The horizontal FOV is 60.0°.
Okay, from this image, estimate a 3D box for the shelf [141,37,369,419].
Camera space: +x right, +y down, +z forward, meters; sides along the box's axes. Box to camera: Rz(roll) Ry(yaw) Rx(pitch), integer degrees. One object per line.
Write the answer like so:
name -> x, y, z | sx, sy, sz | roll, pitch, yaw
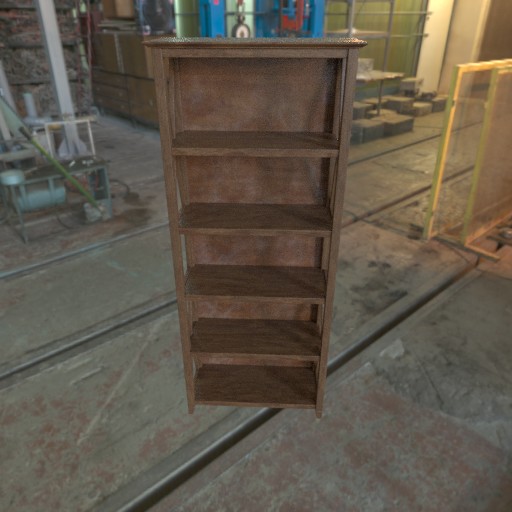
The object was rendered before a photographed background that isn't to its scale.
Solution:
shelf -> 0.000, 0.000, 2.169 | 0.805, 1.905, 0.335 | 1, 29, 2
